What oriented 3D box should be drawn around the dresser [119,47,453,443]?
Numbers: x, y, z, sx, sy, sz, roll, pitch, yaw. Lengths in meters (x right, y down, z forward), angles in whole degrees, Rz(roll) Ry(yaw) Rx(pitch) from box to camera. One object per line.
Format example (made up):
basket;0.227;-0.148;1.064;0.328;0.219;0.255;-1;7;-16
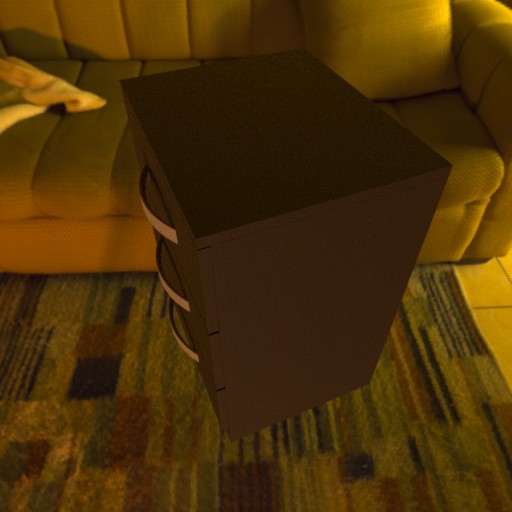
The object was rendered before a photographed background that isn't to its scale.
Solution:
dresser;0.000;0.000;0.829;0.360;0.560;0.400;-17;49;-16
